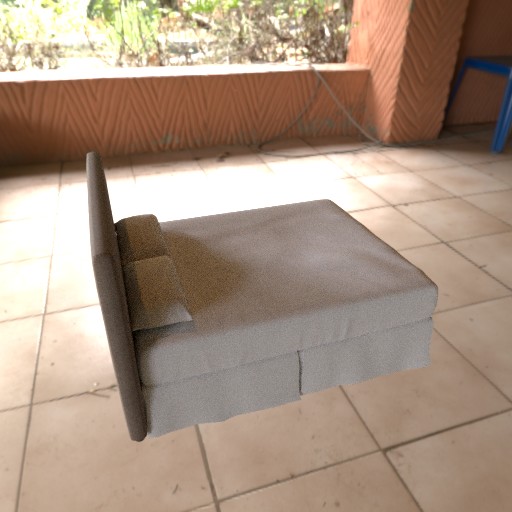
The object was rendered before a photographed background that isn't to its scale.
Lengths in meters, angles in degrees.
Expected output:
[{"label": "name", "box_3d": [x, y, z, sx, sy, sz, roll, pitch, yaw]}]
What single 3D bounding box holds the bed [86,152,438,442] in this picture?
[{"label": "bed", "box_3d": [0.000, 0.000, 3.252, 2.142, 1.330, 1.723, -10, 32, -16]}]
